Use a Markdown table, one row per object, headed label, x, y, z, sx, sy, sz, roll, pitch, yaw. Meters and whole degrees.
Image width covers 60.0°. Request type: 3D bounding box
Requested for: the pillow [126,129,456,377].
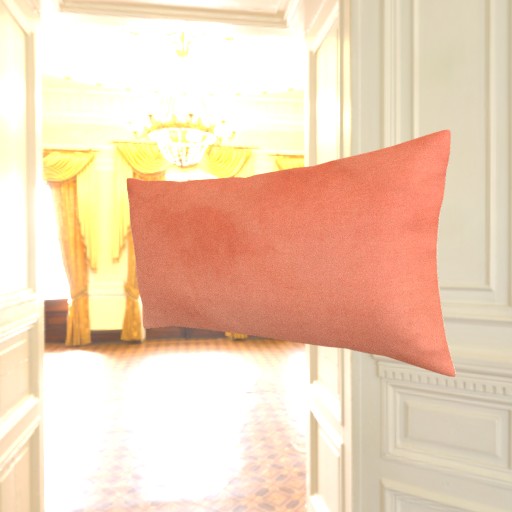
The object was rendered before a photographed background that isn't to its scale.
| label | x | y | z | sx | sy | sz | roll | pitch | yaw |
| --- | --- | --- | --- | --- | --- | --- | --- | --- | --- |
| pillow | 0.000 | 0.000 | 0.727 | 0.608 | 0.307 | 0.155 | 1 | 1 | 36 |
